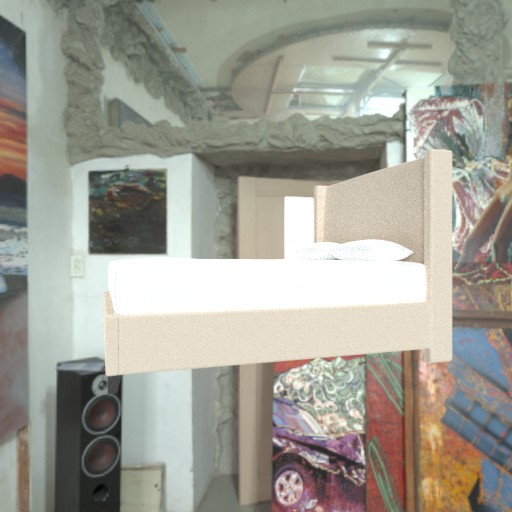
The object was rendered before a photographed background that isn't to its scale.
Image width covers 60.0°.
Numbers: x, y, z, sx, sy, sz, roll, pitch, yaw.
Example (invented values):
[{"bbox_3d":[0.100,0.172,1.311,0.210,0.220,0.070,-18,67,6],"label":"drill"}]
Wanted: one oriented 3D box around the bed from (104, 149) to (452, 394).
[{"bbox_3d":[0.000,0.000,3.542,2.293,1.471,1.778,0,0,-19],"label":"bed"}]
